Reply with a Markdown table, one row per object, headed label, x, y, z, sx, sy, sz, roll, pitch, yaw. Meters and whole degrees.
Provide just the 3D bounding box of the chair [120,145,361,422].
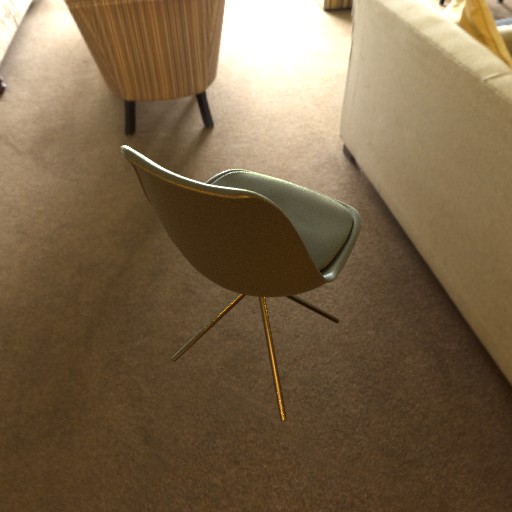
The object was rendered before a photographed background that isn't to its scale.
| label | x | y | z | sx | sy | sz | roll | pitch | yaw |
| --- | --- | --- | --- | --- | --- | --- | --- | --- | --- |
| chair | 0.000 | 0.000 | 1.162 | 0.461 | 0.850 | 0.525 | 23 | 51 | 20 |
